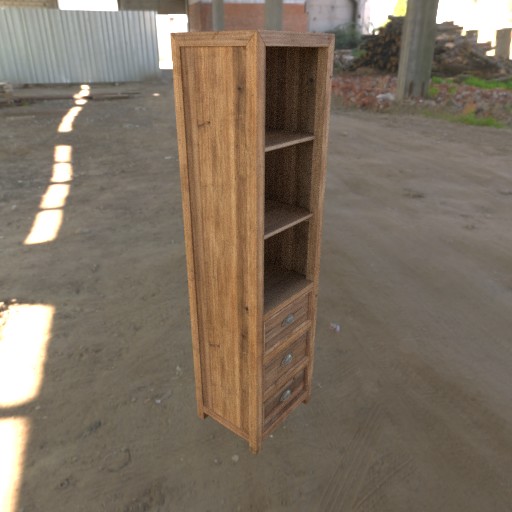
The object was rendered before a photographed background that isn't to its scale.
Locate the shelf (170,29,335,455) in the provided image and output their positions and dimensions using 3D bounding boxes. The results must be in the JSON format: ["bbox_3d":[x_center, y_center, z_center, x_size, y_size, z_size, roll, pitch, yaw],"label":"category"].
[{"bbox_3d":[0.000,0.000,2.115,0.428,1.900,0.500,19,31,35],"label":"shelf"}]
